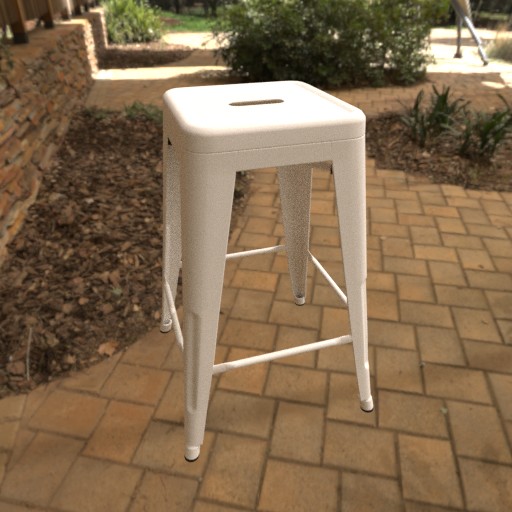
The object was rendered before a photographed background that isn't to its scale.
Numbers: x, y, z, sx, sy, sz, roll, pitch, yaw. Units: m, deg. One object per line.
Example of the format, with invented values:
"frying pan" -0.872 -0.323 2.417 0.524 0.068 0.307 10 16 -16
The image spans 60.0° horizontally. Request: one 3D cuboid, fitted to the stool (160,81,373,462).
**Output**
"stool" 0.000 0.000 0.892 0.406 0.610 0.406 -9 33 -15
